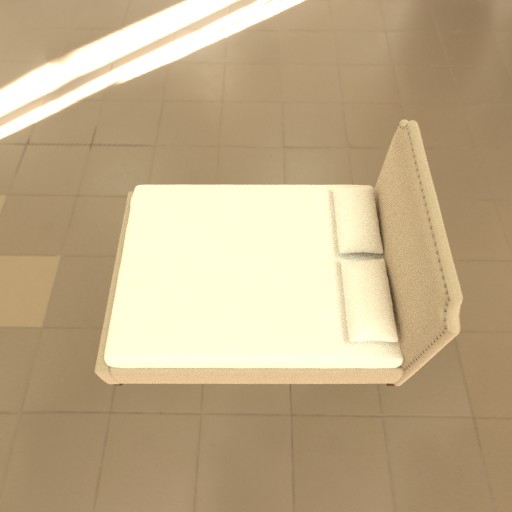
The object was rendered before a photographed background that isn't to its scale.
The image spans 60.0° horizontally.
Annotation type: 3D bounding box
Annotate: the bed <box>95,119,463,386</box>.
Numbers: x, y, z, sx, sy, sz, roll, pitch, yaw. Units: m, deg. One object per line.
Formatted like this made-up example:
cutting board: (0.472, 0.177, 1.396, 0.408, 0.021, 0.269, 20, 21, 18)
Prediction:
bed: (0.000, 0.000, 3.435, 2.372, 1.443, 1.713, 0, 59, 0)
